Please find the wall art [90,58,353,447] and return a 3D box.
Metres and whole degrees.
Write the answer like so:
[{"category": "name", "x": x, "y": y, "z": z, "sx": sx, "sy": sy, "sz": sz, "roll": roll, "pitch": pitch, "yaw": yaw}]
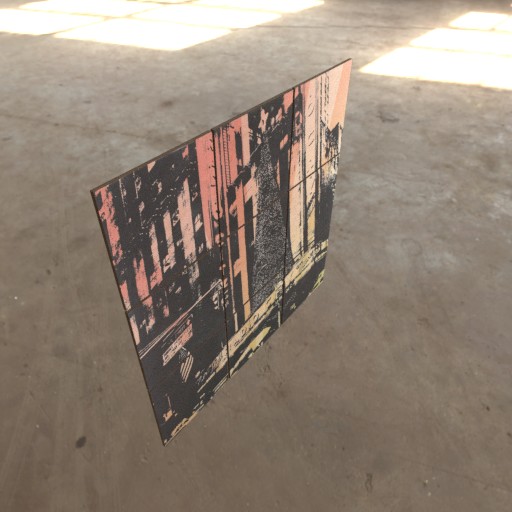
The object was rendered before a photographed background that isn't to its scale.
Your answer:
[{"category": "wall art", "x": 0.000, "y": 0.000, "z": 1.768, "sx": 0.013, "sy": 1.216, "sz": 1.216, "roll": 27, "pitch": 48, "yaw": 28}]
